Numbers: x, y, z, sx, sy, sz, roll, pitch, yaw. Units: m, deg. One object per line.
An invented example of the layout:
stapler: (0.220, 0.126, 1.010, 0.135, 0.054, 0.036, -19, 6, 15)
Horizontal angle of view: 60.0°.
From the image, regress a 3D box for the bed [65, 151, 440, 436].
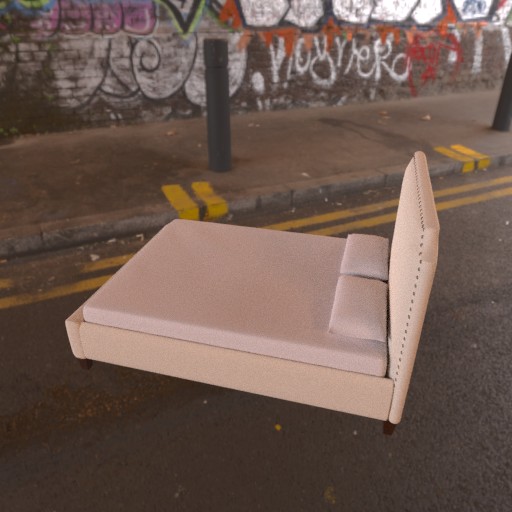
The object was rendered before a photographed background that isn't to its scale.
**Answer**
bed: (0.000, 0.000, 3.449, 2.372, 1.443, 1.712, 8, 30, 13)
